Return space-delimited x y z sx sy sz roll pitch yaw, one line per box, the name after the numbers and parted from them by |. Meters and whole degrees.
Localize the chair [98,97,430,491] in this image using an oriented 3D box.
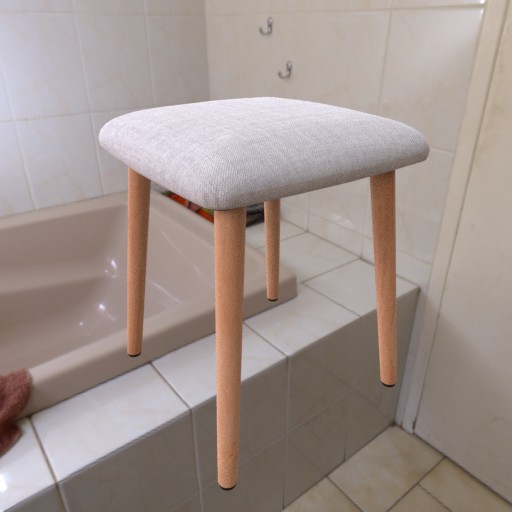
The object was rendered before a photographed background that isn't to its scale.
0.000 0.000 0.684 0.350 0.440 0.350 -18 32 -31 | chair
